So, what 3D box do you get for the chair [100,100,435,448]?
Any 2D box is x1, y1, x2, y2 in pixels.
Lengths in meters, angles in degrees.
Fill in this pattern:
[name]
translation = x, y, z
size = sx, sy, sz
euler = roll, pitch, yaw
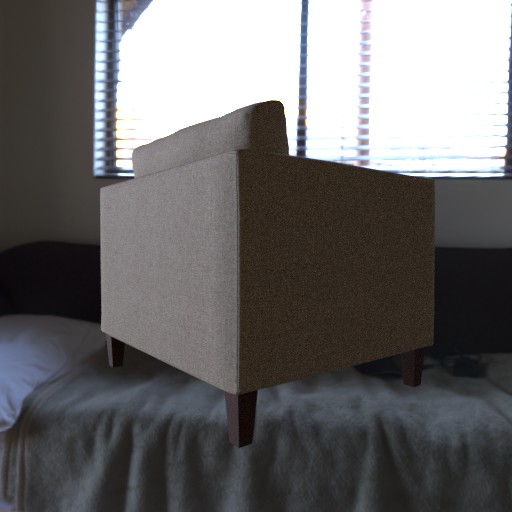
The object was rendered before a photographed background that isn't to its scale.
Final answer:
[chair]
translation = 0.000, 0.000, 1.828
size = 0.959, 0.987, 1.107
euler = -1, 2, -38
